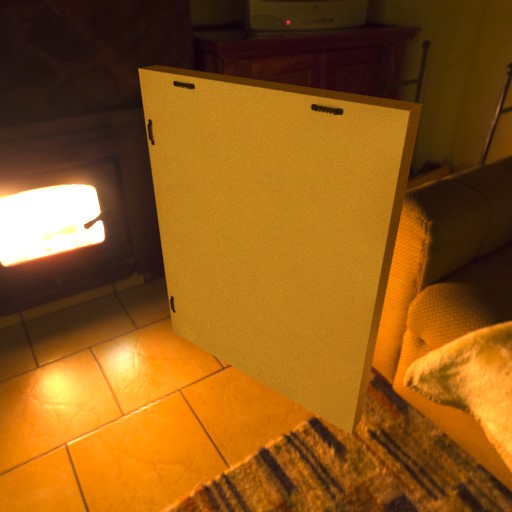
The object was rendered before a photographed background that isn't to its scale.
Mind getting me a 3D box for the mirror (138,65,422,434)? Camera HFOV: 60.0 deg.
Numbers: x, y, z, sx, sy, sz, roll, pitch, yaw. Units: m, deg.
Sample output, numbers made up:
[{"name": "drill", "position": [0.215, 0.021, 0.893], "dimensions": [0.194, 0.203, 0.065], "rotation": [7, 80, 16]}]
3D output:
[{"name": "mirror", "position": [0.000, 0.000, 0.688], "dimensions": [0.406, 0.509, 0.041], "rotation": [22, 38, 30]}]
